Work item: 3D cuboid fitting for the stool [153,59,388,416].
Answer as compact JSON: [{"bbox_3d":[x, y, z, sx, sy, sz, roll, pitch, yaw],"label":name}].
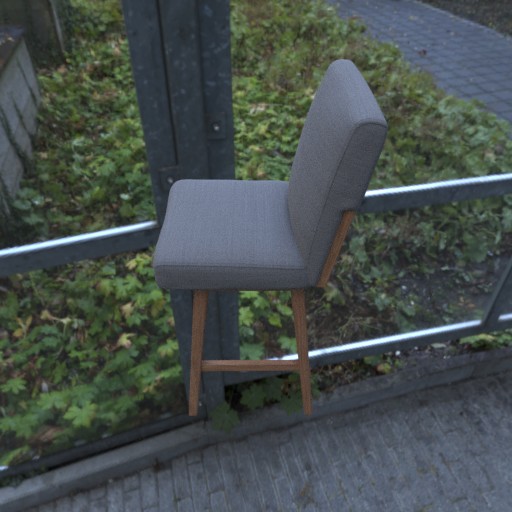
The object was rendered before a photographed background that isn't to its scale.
[{"bbox_3d":[0.000,0.000,1.432,0.570,1.112,0.483,0,41,0],"label":"stool"}]
